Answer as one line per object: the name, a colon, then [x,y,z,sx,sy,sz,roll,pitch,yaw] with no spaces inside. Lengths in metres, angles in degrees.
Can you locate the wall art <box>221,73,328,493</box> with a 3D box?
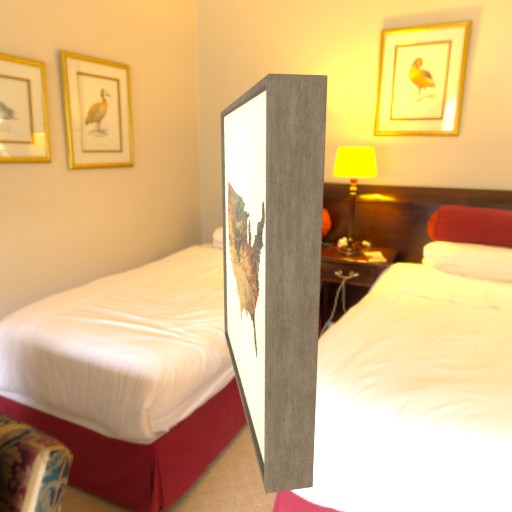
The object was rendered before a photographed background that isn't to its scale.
wall art: [0.000,0.000,0.452,0.038,0.302,0.303,-2,14,-10]
